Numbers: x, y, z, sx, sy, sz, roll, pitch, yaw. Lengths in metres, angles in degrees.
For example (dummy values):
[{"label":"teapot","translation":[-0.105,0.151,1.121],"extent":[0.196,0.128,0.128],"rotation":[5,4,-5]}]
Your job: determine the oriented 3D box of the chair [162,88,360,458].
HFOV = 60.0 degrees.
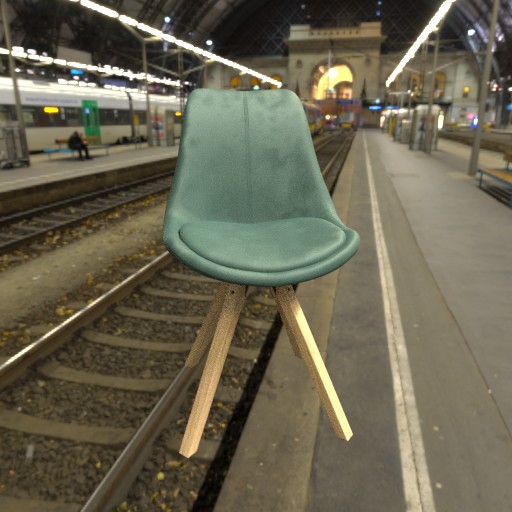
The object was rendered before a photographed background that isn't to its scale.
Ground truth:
[{"label":"chair","translation":[0.000,0.000,1.180],"extent":[0.483,0.865,0.547],"rotation":[-3,17,-8]}]
